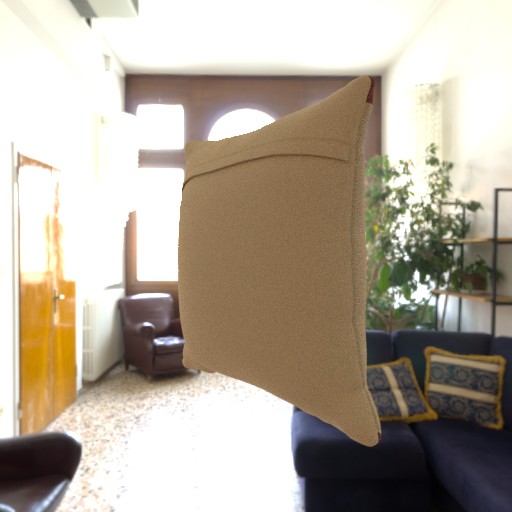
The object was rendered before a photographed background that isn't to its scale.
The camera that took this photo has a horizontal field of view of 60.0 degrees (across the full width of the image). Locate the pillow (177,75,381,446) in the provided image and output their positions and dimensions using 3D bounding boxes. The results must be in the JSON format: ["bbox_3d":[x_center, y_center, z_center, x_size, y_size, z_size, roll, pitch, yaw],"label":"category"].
[{"bbox_3d":[0.000,0.000,0.795,0.229,0.506,0.536,0,0,-37],"label":"pillow"}]
